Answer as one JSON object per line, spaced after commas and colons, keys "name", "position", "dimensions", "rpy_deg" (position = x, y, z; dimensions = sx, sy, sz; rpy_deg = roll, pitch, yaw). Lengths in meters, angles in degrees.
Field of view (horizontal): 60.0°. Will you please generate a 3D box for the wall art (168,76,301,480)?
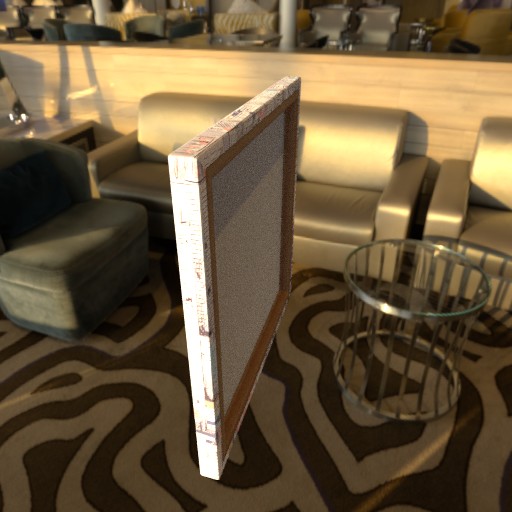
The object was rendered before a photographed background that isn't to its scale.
{"name": "wall art", "position": [0.000, 0.000, 0.913], "dimensions": [0.038, 0.608, 0.607], "rpy_deg": [8, 31, 14]}
